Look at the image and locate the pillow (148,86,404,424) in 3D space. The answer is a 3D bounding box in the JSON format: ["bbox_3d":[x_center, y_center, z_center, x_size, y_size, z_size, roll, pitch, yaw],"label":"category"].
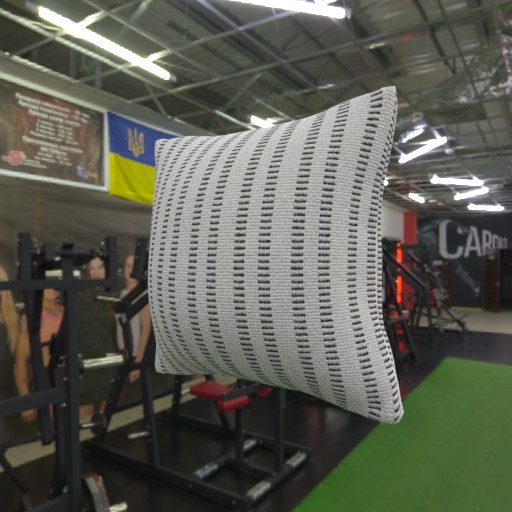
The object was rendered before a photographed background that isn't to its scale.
[{"bbox_3d":[0.000,0.000,0.670,0.438,0.419,0.247,0,-1,35],"label":"pillow"}]
